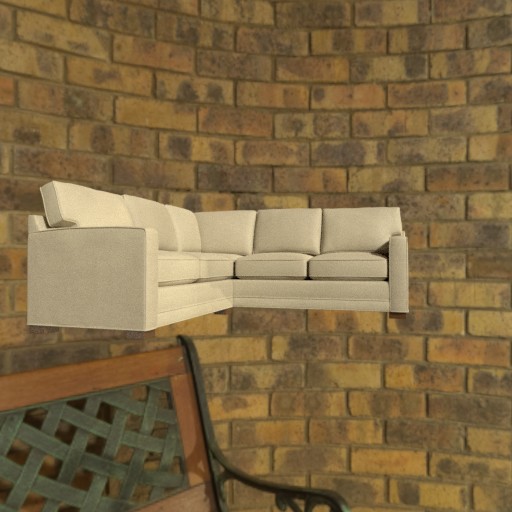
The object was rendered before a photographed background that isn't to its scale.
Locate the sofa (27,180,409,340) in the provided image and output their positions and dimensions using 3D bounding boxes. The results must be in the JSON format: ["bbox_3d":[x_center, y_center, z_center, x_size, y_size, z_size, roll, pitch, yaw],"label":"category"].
[{"bbox_3d":[0.000,0.000,3.343,2.189,0.939,2.182,0,-1,18],"label":"sofa"}]
